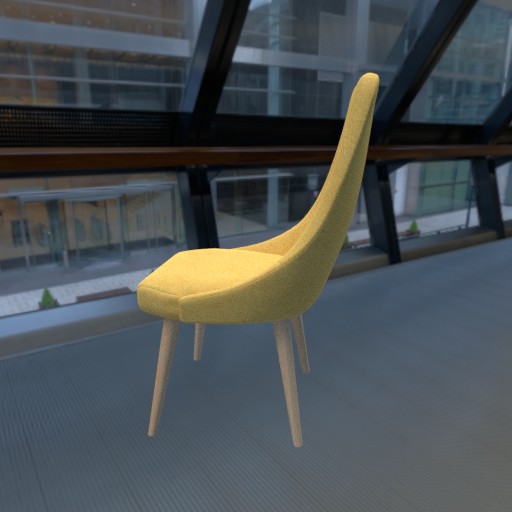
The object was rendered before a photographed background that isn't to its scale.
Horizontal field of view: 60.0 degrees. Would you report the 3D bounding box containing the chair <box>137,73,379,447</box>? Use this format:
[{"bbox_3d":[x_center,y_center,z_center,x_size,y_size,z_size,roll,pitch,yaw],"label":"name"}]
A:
[{"bbox_3d":[0.000,0.000,1.392,0.660,1.040,0.510,3,16,9],"label":"chair"}]
